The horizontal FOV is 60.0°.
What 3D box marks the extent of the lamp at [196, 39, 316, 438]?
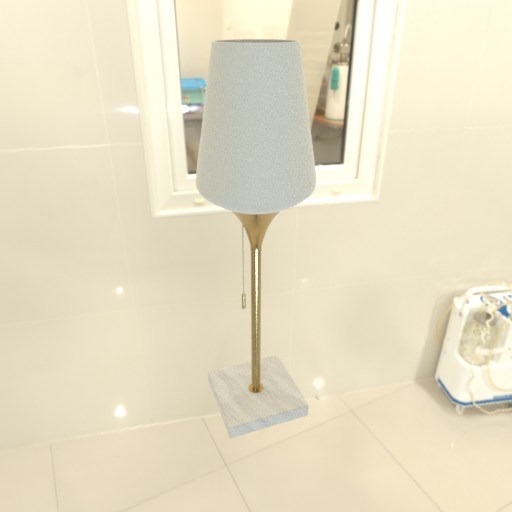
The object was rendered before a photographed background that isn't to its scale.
[{"bbox_3d":[0.000,0.000,0.731,0.181,0.639,0.181,-10,30,-18],"label":"lamp"}]
